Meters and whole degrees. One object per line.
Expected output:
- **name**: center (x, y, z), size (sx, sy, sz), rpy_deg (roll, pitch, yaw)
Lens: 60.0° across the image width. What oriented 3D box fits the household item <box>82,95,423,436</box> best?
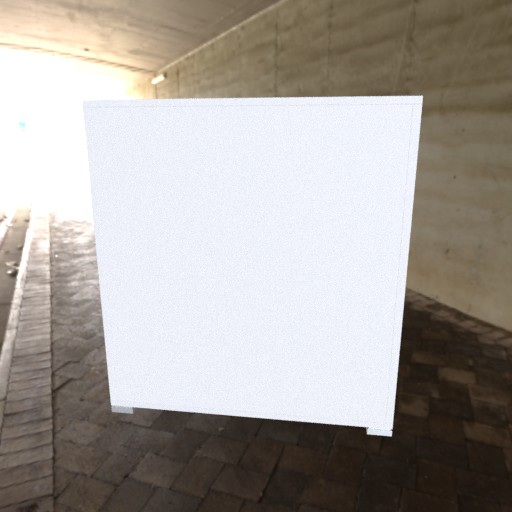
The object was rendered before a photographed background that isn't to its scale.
- **household item**: center (0.000, 0.000, 1.340), size (0.800, 0.870, 0.420), rpy_deg (2, 15, 8)
